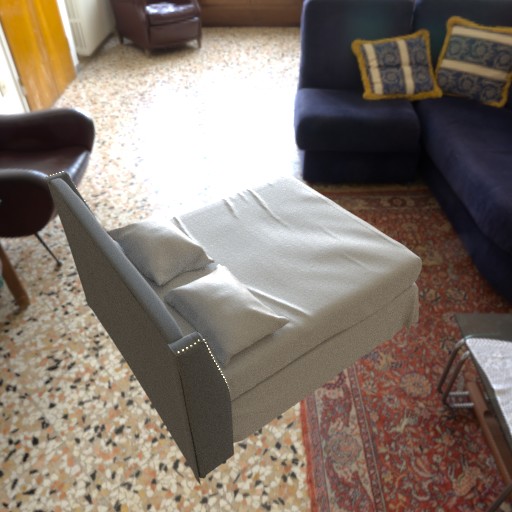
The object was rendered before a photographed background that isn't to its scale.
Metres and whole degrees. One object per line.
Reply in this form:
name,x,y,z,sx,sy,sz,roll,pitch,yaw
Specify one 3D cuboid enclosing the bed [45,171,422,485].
bed,0.000,0.000,3.410,2.276,1.332,1.925,-26,47,-27
